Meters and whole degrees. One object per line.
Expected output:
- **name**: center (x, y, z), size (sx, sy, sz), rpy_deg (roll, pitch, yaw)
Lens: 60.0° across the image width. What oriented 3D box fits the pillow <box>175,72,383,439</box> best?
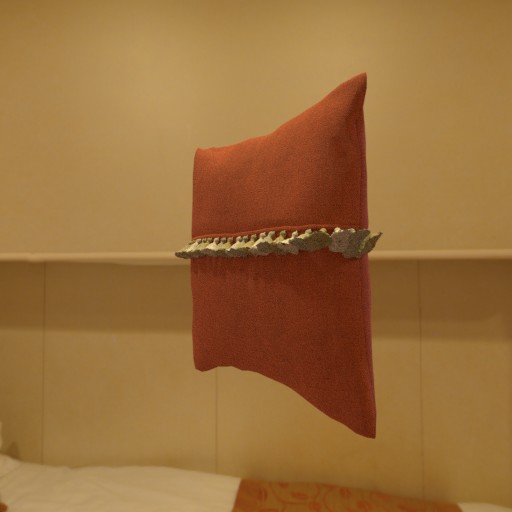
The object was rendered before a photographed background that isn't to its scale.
- **pillow**: center (0.000, 0.000, 0.756), size (0.165, 0.482, 0.490), rpy_deg (1, -2, -36)
